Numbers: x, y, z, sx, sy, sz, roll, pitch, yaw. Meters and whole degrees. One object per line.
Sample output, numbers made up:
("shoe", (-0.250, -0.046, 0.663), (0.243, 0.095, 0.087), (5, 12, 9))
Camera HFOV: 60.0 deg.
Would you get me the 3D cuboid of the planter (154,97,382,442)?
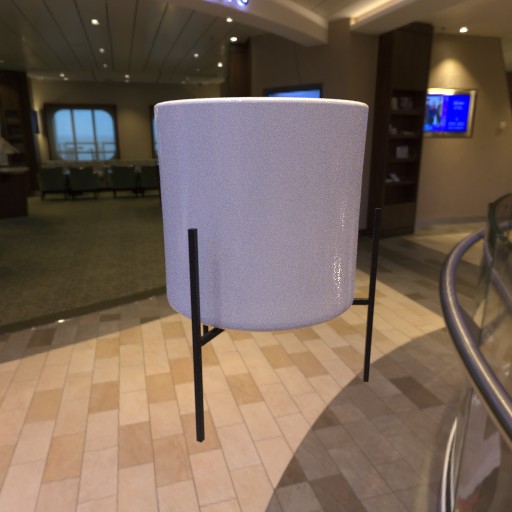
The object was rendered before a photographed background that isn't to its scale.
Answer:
("planter", (0.000, 0.000, 0.742), (0.360, 0.480, 0.361), (8, 17, 27))
